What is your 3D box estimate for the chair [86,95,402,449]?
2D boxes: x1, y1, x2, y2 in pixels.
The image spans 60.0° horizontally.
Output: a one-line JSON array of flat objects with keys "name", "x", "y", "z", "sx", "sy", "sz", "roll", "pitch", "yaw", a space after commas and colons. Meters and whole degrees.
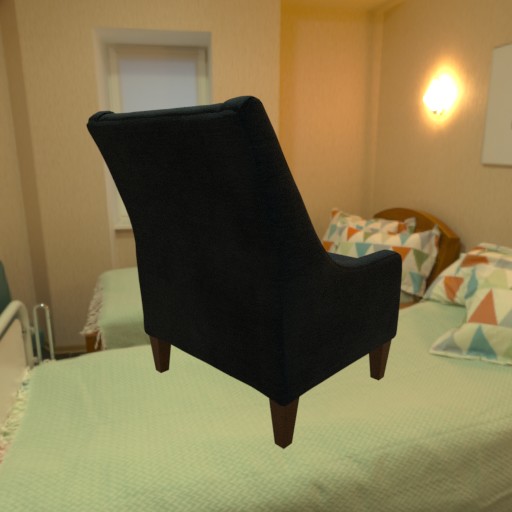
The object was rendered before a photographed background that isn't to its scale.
[{"name": "chair", "x": 0.000, "y": 0.000, "z": 1.634, "sx": 0.774, "sy": 1.014, "sz": 0.870, "roll": 14, "pitch": 19, "yaw": 43}]
